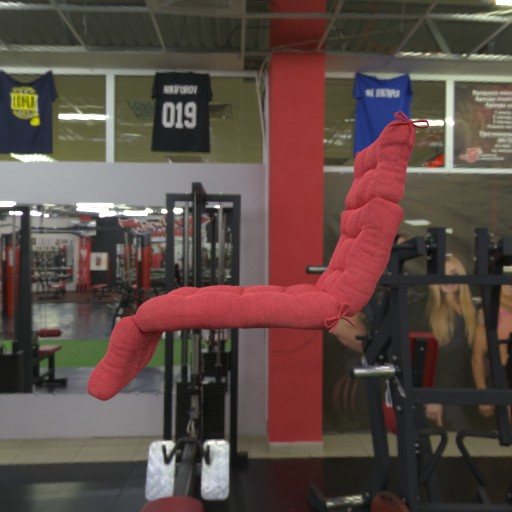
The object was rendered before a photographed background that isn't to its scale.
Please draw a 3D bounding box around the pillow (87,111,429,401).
[{"bbox_3d":[0.000,0.000,1.541,1.016,0.863,0.526,0,0,0],"label":"pillow"}]
